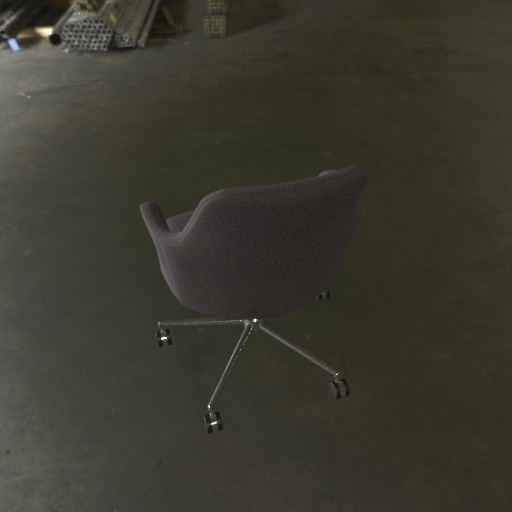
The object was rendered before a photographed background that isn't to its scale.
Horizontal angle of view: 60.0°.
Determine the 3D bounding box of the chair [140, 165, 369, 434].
[{"bbox_3d":[0.000,0.000,1.285,0.655,0.820,0.600,-12,44,-13],"label":"chair"}]
